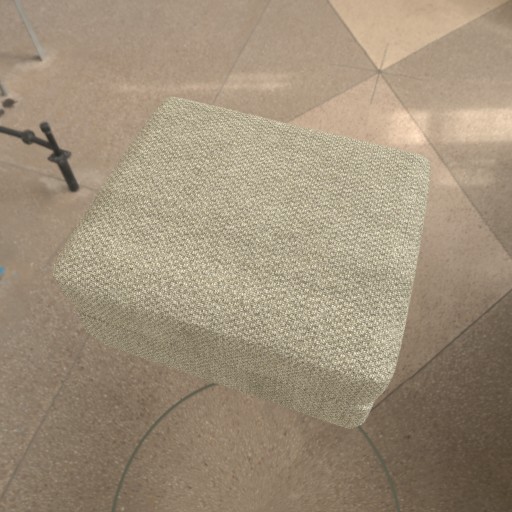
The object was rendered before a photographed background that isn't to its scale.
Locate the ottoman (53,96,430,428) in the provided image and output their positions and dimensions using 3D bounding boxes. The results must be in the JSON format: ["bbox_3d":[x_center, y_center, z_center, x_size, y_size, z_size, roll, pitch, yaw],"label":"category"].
[{"bbox_3d":[0.000,0.000,1.142,0.751,0.476,0.603,16,60,9],"label":"ottoman"}]
